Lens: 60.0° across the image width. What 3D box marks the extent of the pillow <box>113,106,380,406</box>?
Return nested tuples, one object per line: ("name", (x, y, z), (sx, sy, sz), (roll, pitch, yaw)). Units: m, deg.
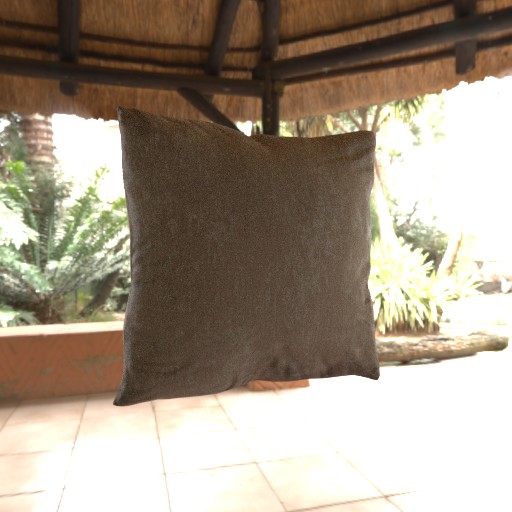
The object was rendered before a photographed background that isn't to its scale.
("pillow", (0.000, 0.000, 0.733), (0.450, 0.448, 0.245), (0, 0, -17))
